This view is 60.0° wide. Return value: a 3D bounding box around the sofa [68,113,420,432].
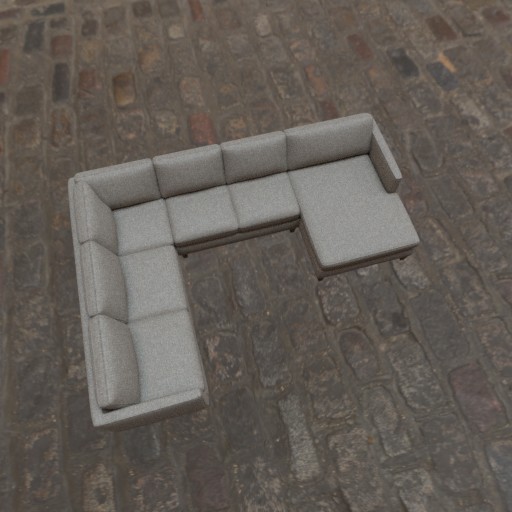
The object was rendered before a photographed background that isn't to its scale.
[{"bbox_3d":[0.000,0.000,4.477,3.403,0.889,2.551,-14,65,-7],"label":"sofa"}]
